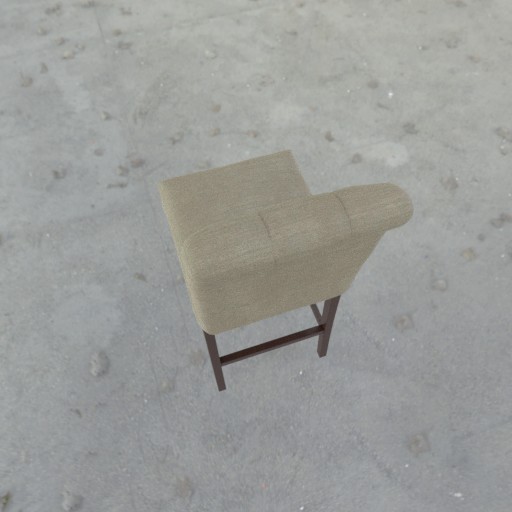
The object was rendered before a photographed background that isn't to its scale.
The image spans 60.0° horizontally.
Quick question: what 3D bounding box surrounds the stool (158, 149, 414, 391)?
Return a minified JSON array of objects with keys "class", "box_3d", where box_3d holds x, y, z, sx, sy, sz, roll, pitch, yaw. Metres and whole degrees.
[{"class":"stool","box_3d":[0.000,0.000,1.437,0.486,1.084,0.660,-16,59,-10]}]
